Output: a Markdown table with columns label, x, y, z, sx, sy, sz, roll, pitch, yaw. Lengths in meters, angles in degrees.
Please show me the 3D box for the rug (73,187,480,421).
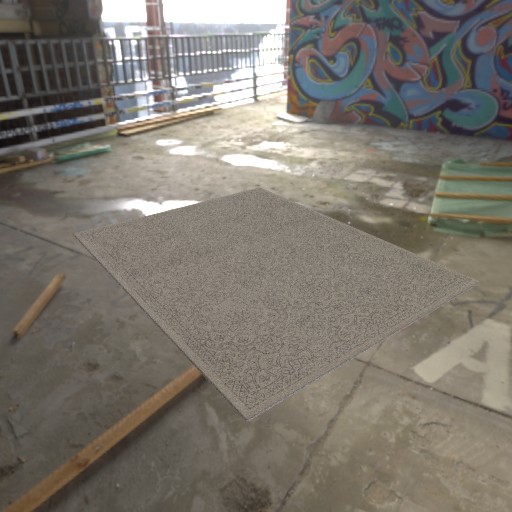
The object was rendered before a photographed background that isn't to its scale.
| label | x | y | z | sx | sy | sz | roll | pitch | yaw |
| --- | --- | --- | --- | --- | --- | --- | --- | --- | --- |
| rug | 0.000 | 0.000 | 4.157 | 2.441 | 0.015 | 3.050 | -19 | 33 | -32 |
